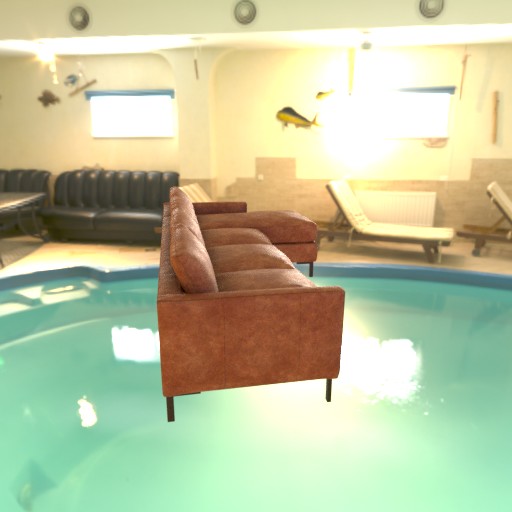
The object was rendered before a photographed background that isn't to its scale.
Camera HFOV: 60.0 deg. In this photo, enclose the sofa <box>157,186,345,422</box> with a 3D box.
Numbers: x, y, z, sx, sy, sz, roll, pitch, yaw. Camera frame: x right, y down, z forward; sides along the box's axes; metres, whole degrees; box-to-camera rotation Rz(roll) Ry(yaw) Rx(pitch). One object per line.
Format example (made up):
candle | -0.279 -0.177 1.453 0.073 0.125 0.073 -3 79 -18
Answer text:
sofa | 0.000 0.000 3.557 1.471 0.859 2.993 -3 16 -10
